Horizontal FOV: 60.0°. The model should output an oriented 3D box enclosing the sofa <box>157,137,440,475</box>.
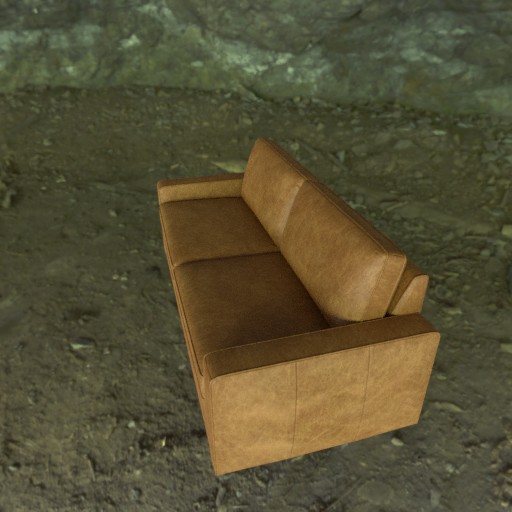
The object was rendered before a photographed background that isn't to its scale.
[{"bbox_3d":[0.000,0.000,2.635,0.991,0.928,2.156,-8,31,-14],"label":"sofa"}]
